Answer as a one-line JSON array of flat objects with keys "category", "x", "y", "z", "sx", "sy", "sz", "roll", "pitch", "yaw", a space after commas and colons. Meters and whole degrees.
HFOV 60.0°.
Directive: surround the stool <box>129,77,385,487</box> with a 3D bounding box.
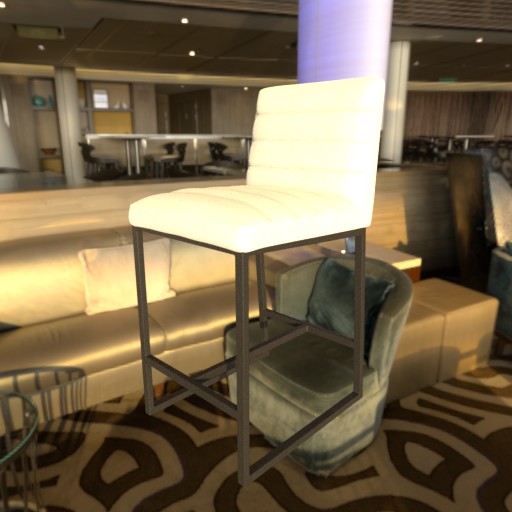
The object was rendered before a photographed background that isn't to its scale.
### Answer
[{"category": "stool", "x": 0.000, "y": 0.000, "z": 1.266, "sx": 0.459, "sy": 0.971, "sz": 0.567, "roll": 14, "pitch": 20, "yaw": 42}]
